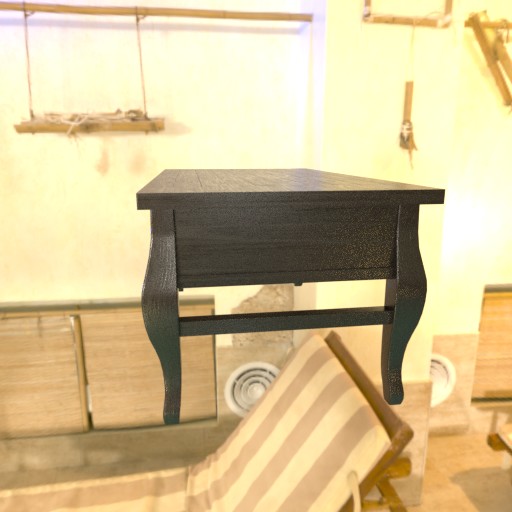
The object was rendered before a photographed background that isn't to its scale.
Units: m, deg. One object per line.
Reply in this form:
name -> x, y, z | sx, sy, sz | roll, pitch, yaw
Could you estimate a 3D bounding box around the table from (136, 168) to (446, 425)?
table -> 0.000, 0.000, 1.382 | 0.600, 0.494, 1.062 | -2, 13, -8
